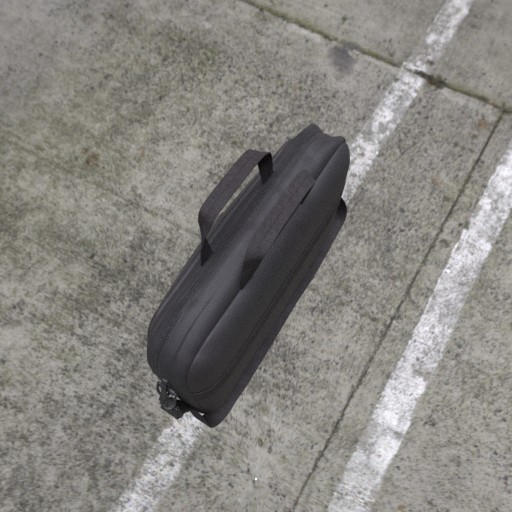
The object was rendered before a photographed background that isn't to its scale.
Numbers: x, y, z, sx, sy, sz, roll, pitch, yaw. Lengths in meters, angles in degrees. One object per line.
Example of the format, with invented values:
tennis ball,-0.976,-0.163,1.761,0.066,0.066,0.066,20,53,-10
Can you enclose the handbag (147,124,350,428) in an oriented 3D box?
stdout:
handbag,0.000,0.000,0.427,0.089,0.244,0.320,29,67,14
